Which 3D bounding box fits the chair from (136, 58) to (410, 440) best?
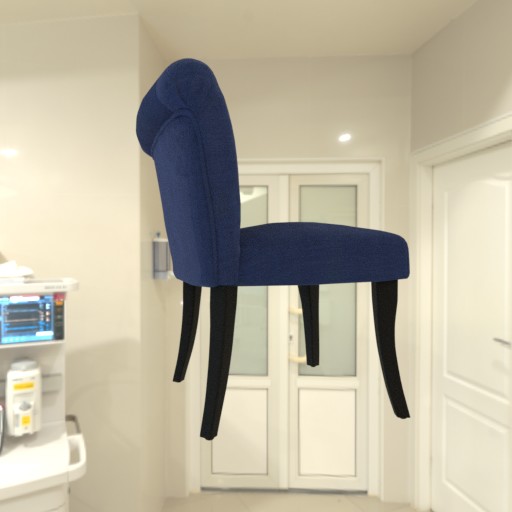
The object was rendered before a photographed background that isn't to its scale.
[{"bbox_3d":[0.000,0.000,1.164,0.606,0.753,0.585,0,1,-18],"label":"chair"}]
